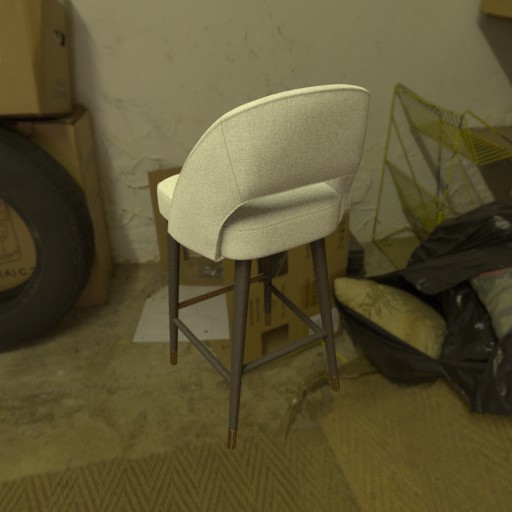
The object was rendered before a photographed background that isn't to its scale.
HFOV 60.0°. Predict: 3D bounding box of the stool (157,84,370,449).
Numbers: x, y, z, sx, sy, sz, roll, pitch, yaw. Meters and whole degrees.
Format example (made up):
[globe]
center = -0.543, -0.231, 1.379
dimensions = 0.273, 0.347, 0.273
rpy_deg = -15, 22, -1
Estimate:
[stool]
center = 0.000, 0.000, 1.343
dimensions = 0.494, 1.037, 0.509
rpy_deg = -18, 34, -28
